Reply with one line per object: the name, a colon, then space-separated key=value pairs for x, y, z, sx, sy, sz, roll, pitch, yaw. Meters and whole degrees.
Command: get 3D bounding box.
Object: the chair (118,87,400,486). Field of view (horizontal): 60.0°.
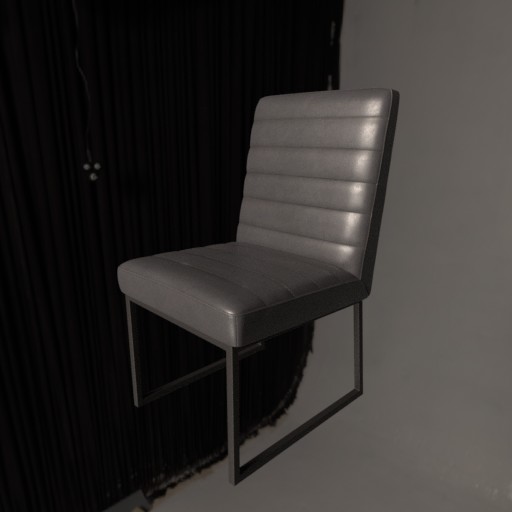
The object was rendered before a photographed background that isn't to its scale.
chair: x=0.000 y=0.000 z=1.289 sx=0.634 sy=0.930 sz=0.520 roll=-15 pitch=21 yaw=-42
